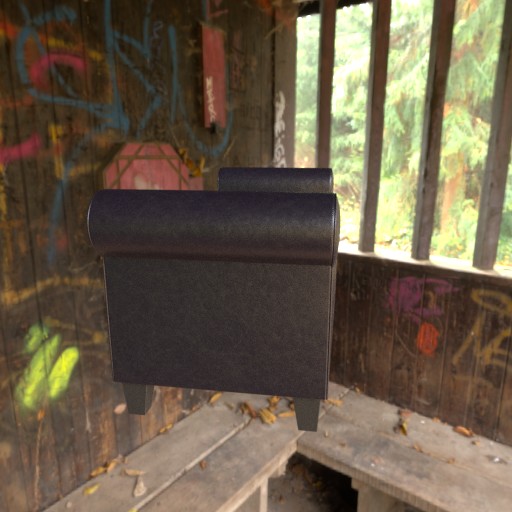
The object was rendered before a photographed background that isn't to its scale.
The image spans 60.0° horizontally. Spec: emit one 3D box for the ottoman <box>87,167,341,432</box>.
[{"bbox_3d":[0.000,0.000,1.515,0.521,0.547,1.256,2,14,9],"label":"ottoman"}]
